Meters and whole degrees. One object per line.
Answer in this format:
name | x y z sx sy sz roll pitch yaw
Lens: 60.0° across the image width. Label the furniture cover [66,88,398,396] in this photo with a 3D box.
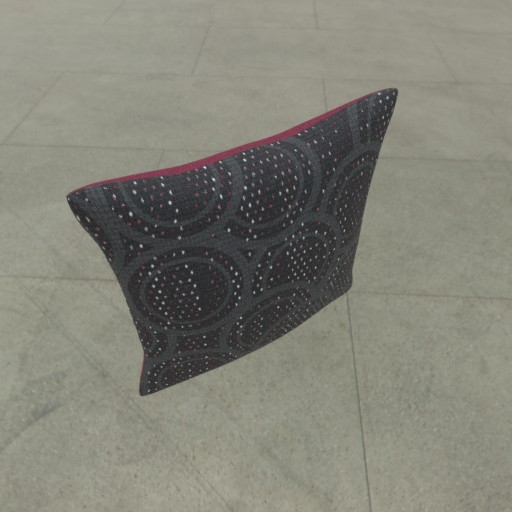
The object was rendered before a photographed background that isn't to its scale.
furniture cover | 0.000 0.000 0.815 0.552 0.509 0.193 -24 50 -22
